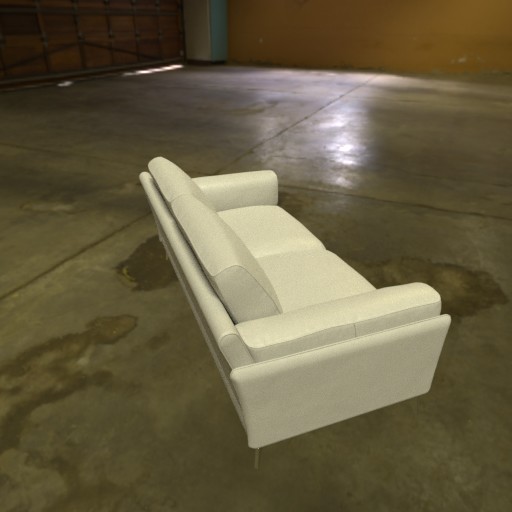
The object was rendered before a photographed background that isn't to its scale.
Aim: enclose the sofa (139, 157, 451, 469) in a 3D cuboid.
[{"bbox_3d":[0.000,0.000,2.660,1.049,0.930,2.101,-10,30,-18],"label":"sofa"}]
